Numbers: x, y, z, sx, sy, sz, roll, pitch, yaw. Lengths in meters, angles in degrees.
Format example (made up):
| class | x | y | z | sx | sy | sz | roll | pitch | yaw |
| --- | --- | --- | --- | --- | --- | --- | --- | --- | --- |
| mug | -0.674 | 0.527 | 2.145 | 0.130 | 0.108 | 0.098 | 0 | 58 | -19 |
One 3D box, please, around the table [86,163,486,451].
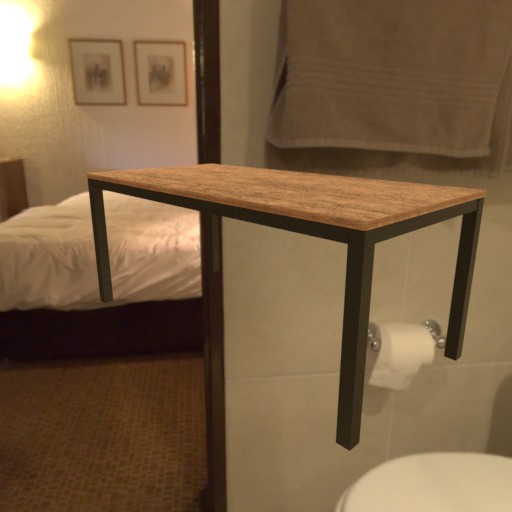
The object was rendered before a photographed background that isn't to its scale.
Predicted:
| class | x | y | z | sx | sy | sz | roll | pitch | yaw |
| --- | --- | --- | --- | --- | --- | --- | --- | --- | --- |
| table | 0.000 | 0.000 | 2.260 | 0.893 | 0.767 | 1.805 | -15 | 22 | -42 |
